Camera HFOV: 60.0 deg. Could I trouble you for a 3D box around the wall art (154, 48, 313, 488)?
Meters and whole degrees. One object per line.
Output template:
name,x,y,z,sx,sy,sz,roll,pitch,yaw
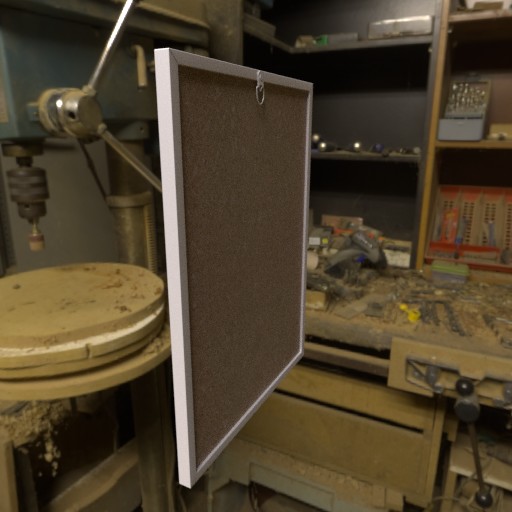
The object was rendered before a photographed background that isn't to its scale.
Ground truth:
wall art,0.000,0.000,1.363,0.042,1.056,0.805,8,18,26
